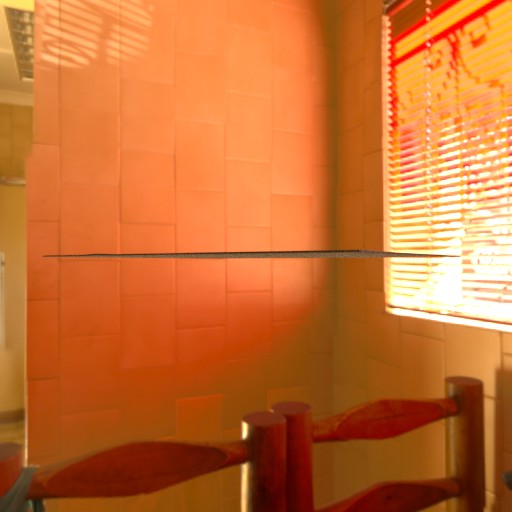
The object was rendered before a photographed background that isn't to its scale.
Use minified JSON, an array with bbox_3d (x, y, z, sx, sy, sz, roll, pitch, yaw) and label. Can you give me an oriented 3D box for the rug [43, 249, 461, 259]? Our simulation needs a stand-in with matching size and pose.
[{"bbox_3d":[0.000,0.000,4.138,3.068,0.021,2.456,-1,-1,36],"label":"rug"}]
